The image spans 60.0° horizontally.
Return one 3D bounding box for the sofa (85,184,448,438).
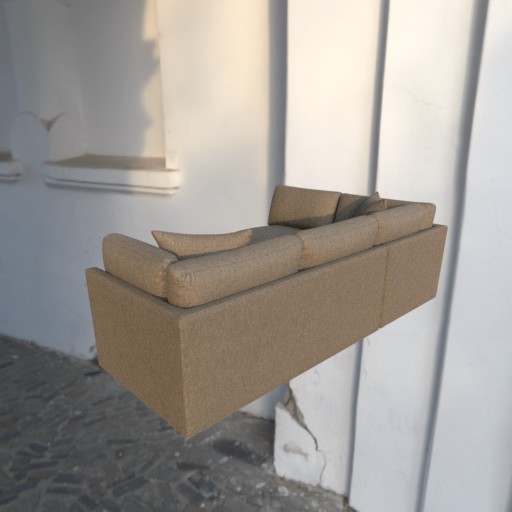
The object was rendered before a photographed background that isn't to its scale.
[{"bbox_3d":[0.000,0.000,3.763,2.896,0.978,1.994,-15,22,-42],"label":"sofa"}]
